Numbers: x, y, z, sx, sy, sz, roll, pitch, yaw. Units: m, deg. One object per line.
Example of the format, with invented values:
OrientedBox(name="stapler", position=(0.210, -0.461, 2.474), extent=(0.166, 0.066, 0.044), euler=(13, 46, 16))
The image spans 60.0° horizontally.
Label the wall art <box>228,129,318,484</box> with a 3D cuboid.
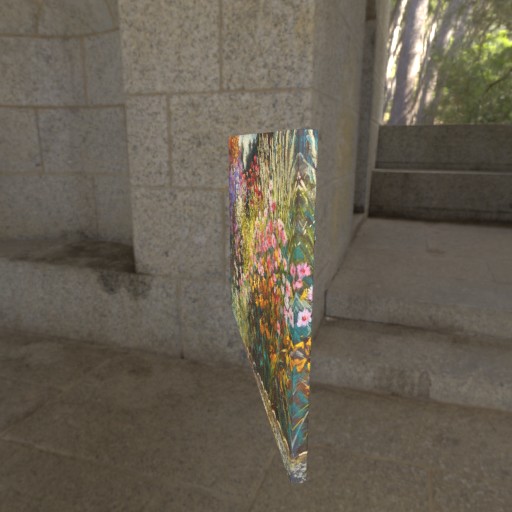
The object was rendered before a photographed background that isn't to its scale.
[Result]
OrientedBox(name="wall art", position=(0.000, 0.000, 1.436), extent=(0.042, 0.760, 1.136), euler=(-2, 15, -10))
